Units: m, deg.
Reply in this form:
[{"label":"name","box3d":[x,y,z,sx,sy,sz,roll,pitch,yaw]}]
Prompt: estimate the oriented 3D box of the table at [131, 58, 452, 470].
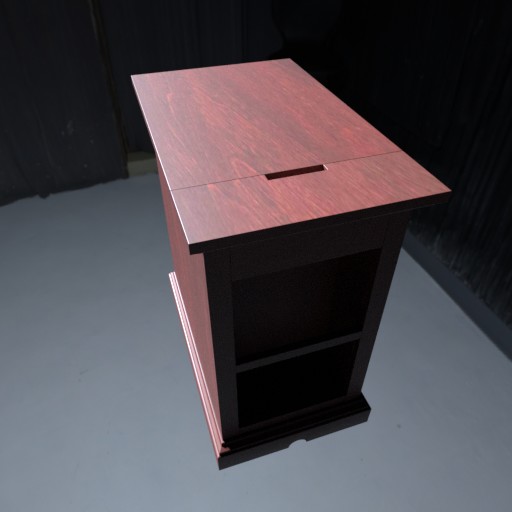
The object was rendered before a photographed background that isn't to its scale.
[{"label":"table","box3d":[0.000,0.000,0.957,0.356,0.612,0.584,-12,42,-14]}]
